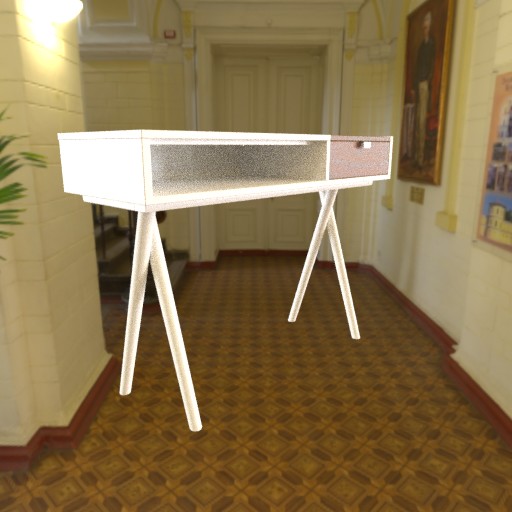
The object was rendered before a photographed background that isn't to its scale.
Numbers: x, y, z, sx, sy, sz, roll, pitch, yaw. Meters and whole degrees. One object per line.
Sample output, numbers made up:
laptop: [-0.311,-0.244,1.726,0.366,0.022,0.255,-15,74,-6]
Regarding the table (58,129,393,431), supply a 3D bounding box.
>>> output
table: [0.000,0.000,1.488,0.418,0.785,1.066,13,19,42]
